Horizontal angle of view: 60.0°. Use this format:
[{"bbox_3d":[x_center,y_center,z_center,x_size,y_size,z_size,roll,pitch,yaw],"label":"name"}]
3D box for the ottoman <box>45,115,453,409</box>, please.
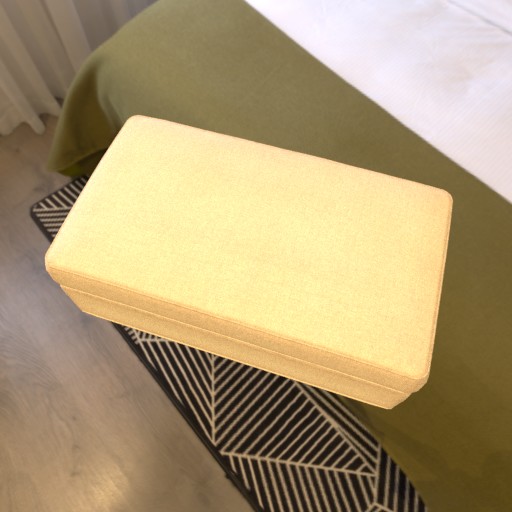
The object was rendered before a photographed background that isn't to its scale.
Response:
[{"bbox_3d":[0.000,0.000,1.445,1.097,0.448,0.617,16,64,8],"label":"ottoman"}]
